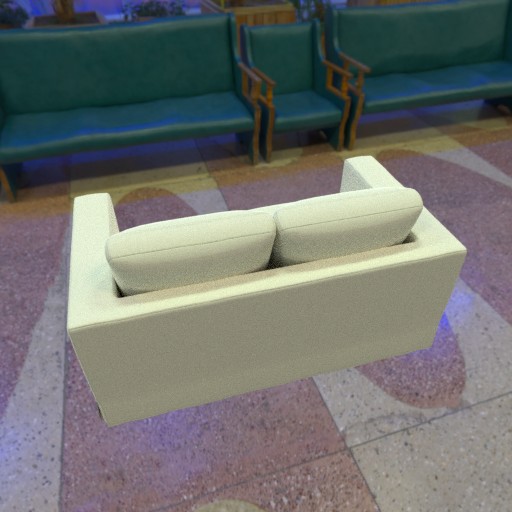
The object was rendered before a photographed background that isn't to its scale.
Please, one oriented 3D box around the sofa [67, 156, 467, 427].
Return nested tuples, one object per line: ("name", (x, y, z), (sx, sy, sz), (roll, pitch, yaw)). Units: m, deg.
("sofa", (0.000, 0.000, 2.375), (1.813, 0.932, 1.009), (-10, 41, -12))
